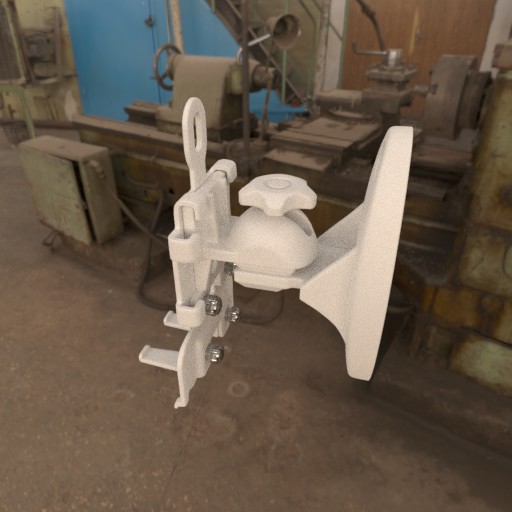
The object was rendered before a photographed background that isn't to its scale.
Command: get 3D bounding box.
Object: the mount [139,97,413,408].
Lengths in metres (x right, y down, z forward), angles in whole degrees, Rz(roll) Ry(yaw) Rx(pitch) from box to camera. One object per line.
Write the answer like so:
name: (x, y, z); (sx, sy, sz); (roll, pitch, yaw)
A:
mount: (0.000, 0.000, 0.175); (0.100, 0.118, 0.066); (8, 32, 13)
